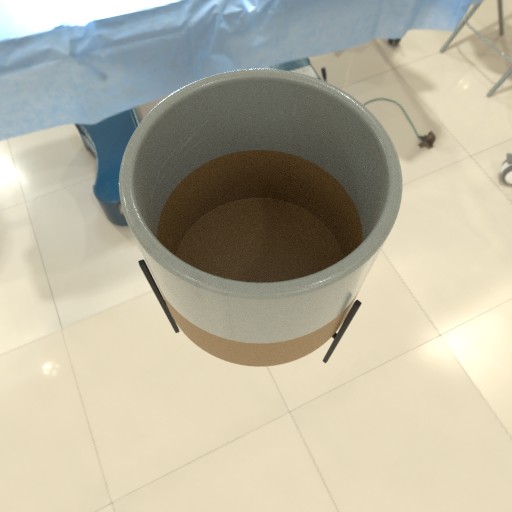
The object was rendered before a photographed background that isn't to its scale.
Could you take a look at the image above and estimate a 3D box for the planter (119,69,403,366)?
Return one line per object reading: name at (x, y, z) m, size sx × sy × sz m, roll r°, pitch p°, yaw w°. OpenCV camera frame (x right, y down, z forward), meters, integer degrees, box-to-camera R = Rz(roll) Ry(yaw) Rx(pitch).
planter at (0.000, 0.000, 0.750) m, size 0.360 × 0.480 × 0.348 m, roll -17°, pitch 64°, yaw -8°
